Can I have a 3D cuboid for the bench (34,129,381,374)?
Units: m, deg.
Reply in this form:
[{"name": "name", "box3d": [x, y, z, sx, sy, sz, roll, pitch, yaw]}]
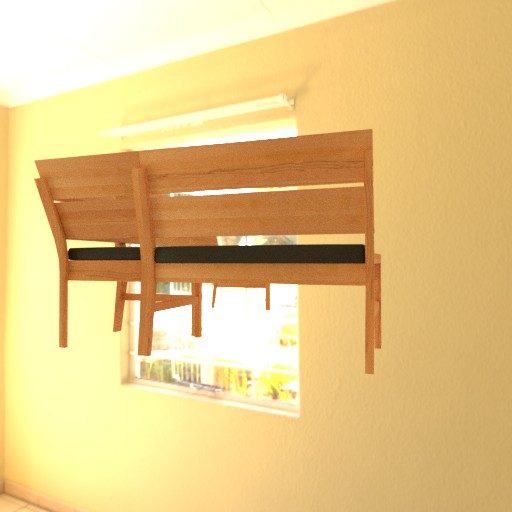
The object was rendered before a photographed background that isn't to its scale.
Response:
[{"name": "bench", "box3d": [0.000, 0.000, 2.755, 1.548, 0.890, 1.948, 0, -1, 19]}]
